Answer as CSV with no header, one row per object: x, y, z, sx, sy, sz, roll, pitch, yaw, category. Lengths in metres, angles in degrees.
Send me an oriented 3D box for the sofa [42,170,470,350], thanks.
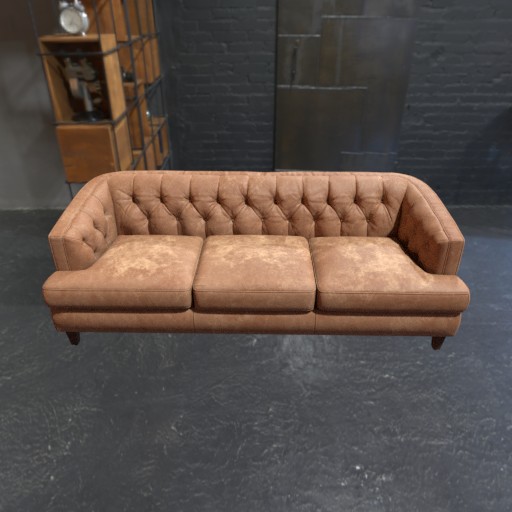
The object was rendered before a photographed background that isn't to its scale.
0.000,0.000,2.701,2.257,0.791,0.922,1,30,1,sofa
